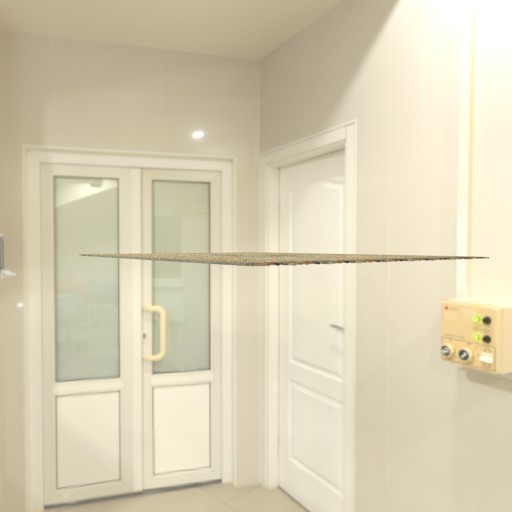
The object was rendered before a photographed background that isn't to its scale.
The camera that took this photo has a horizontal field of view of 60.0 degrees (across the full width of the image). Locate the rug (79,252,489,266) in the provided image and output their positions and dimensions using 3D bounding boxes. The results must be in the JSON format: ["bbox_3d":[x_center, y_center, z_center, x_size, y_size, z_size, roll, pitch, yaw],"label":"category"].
[{"bbox_3d":[0.000,0.000,2.243,1.278,0.009,1.730,-1,2,-37],"label":"rug"}]
